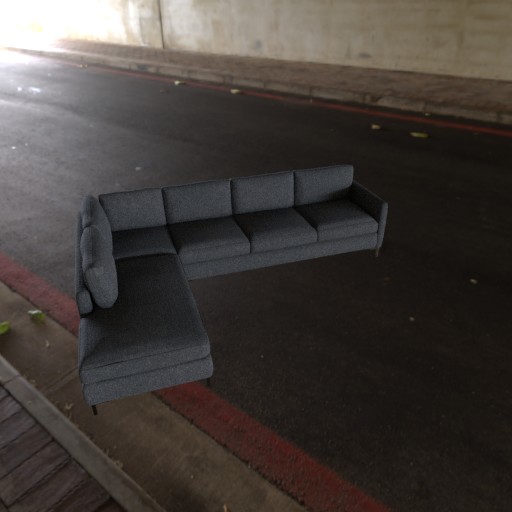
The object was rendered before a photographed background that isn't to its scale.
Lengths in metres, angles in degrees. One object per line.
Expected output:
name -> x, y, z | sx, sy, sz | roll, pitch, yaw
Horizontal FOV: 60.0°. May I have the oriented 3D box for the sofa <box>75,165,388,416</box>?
sofa -> 0.000, 0.000, 3.868 | 2.949, 0.815, 2.007 | -10, 32, -16
